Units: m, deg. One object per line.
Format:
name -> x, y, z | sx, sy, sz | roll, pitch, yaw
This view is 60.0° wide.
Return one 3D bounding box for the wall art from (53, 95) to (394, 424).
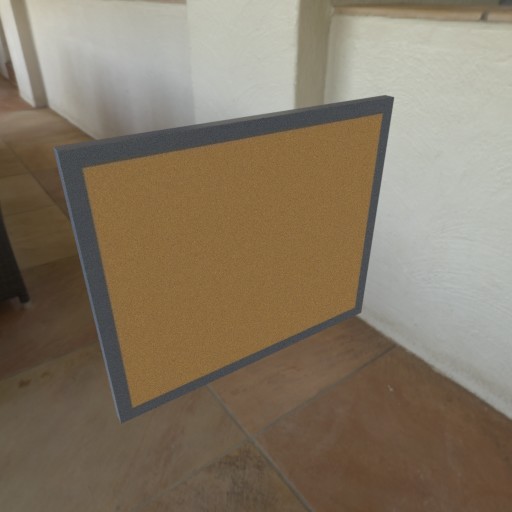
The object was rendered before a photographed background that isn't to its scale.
wall art -> 0.000, 0.000, 0.908 | 0.660, 0.558, 0.026 | -18, 35, -28
